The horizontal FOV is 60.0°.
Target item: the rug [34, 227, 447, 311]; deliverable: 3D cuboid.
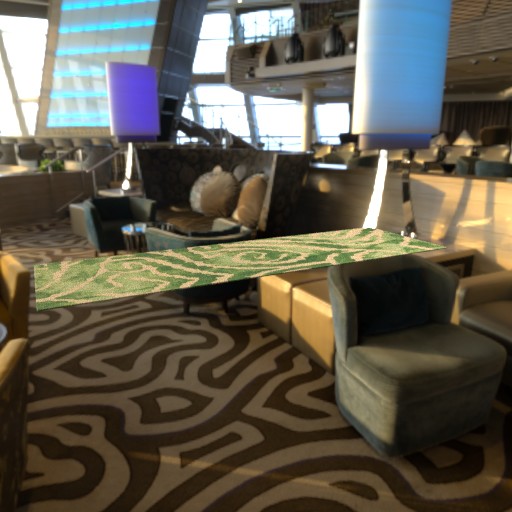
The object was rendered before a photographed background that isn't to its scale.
[{"bbox_3d":[0.000,0.000,2.716,2.438,0.006,0.761,-7,17,-26],"label":"rug"}]
